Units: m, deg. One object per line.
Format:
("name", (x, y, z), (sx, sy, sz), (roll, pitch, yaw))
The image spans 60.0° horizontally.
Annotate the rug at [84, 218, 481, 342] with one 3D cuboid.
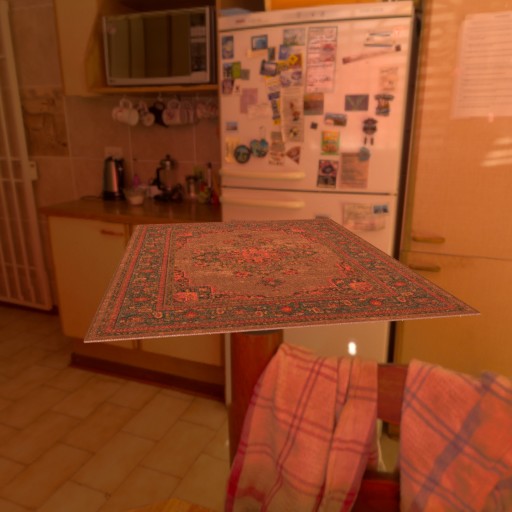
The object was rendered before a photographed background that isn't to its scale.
("rug", (0.000, 0.000, 4.088), (2.434, 0.013, 3.057), (-3, 17, -9))
